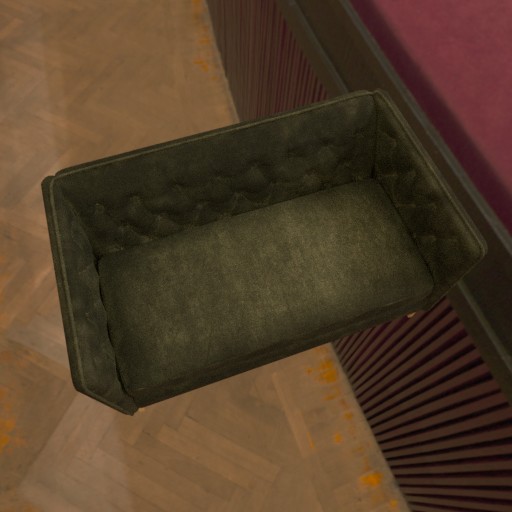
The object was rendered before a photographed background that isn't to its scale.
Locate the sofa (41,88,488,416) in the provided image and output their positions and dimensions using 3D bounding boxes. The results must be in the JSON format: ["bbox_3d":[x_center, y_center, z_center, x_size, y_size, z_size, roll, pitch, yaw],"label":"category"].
[{"bbox_3d":[0.000,0.000,2.001,1.537,0.768,0.895,-17,65,-8],"label":"sofa"}]
